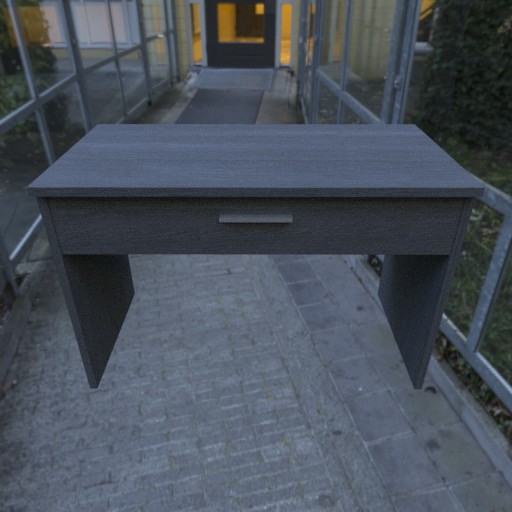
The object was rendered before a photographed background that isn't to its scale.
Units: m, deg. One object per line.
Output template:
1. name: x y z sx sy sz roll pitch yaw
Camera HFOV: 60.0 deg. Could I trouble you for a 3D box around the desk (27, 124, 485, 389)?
1. desk: 0.000 0.000 1.491 1.099 0.729 0.557 0 32 0
